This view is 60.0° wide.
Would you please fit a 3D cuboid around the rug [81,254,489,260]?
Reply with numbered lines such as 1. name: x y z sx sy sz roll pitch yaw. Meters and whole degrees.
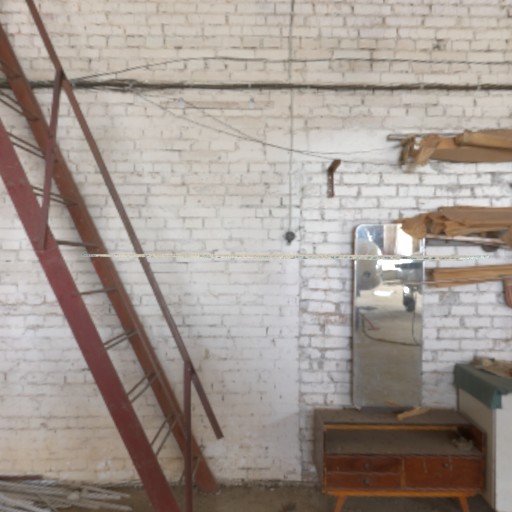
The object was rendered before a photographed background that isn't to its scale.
1. rug: 0.000 0.000 2.694 2.434 0.013 0.770 0 1 35
